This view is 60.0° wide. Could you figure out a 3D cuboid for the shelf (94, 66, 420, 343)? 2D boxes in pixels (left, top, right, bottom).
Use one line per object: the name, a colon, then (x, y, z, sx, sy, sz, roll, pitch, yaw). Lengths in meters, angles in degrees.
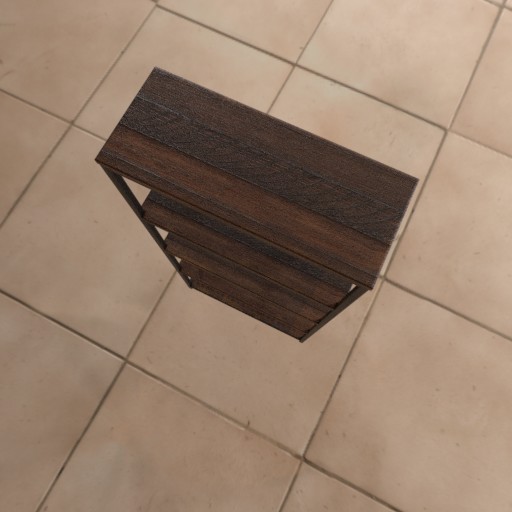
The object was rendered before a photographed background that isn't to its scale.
shelf: (0.000, 0.000, 2.179, 0.874, 1.860, 0.359, 25, 76, 7)
